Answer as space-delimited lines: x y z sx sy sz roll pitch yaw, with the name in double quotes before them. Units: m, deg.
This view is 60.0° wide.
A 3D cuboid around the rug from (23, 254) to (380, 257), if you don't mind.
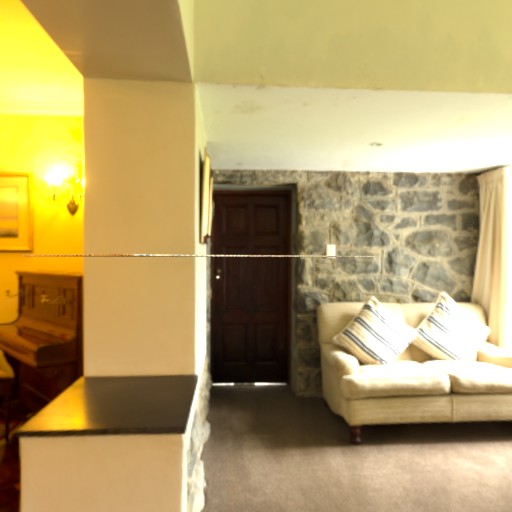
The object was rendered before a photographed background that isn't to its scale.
"rug" 0.000 0.000 2.712 0.771 0.009 2.443 0 0 36
